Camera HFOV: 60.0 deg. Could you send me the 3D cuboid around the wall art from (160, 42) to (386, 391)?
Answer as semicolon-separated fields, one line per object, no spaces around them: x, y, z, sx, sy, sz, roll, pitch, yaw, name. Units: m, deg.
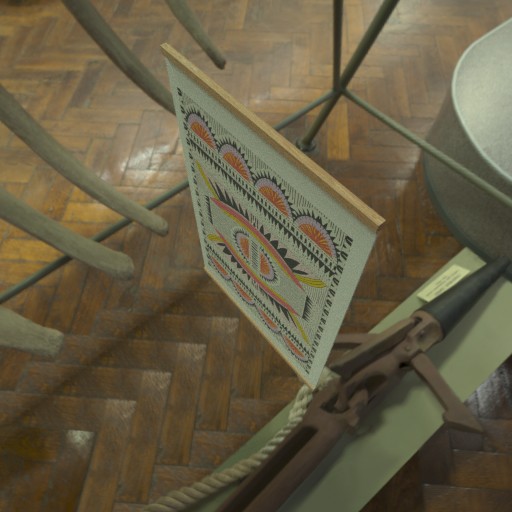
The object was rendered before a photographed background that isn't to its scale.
0.000;0.000;1.974;0.028;1.533;0.999;-35;64;-20;wall art
